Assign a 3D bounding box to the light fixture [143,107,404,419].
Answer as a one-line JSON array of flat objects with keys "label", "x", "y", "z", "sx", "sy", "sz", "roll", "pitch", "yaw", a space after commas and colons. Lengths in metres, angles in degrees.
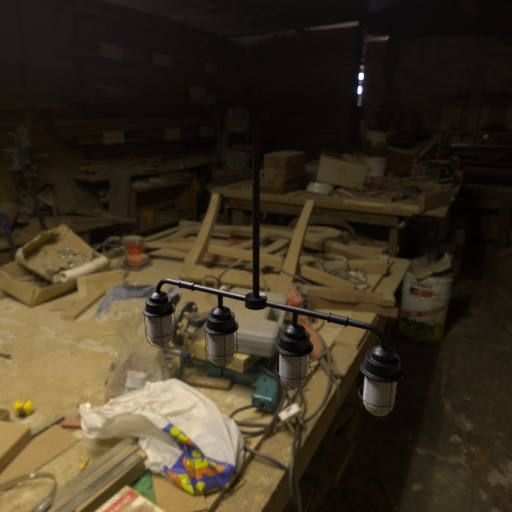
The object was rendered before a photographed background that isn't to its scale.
[{"label": "light fixture", "x": 0.000, "y": 0.000, "z": 1.238, "sx": 0.852, "sy": 0.785, "sz": 0.131, "roll": 10, "pitch": 21, "yaw": 28}]
